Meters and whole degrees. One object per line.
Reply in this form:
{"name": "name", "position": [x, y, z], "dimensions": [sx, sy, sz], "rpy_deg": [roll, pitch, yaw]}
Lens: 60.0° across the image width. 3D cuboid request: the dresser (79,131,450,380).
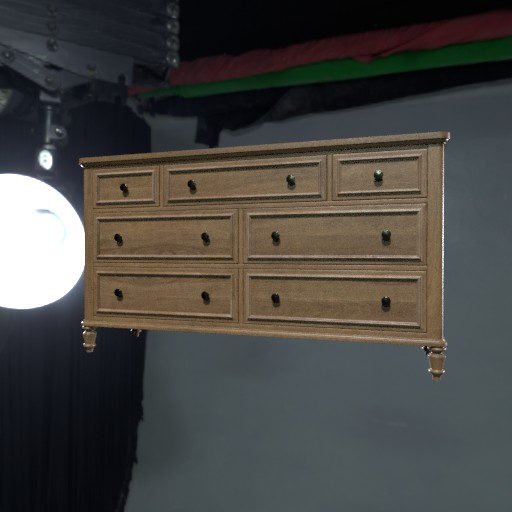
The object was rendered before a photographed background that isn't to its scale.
{"name": "dresser", "position": [0.000, 0.000, 2.023], "dimensions": [1.583, 0.892, 0.468], "rpy_deg": [0, 1, 17]}
